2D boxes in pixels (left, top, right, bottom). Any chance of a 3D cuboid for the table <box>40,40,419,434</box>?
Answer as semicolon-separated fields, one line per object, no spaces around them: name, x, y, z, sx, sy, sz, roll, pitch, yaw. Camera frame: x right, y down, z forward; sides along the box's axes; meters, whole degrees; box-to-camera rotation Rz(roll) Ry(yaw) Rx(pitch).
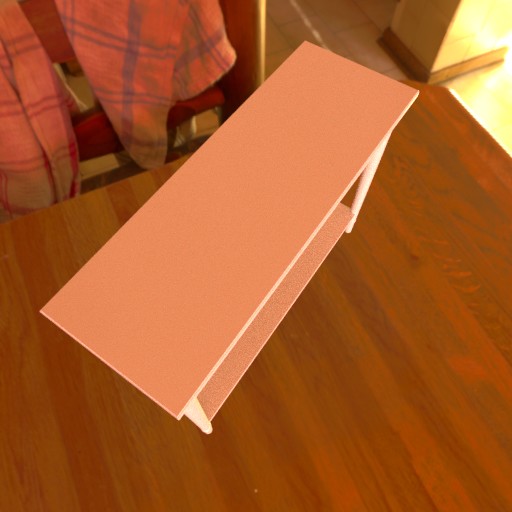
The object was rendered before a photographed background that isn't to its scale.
table;0.000;0.000;1.423;0.381;0.749;1.067;32;67;16
